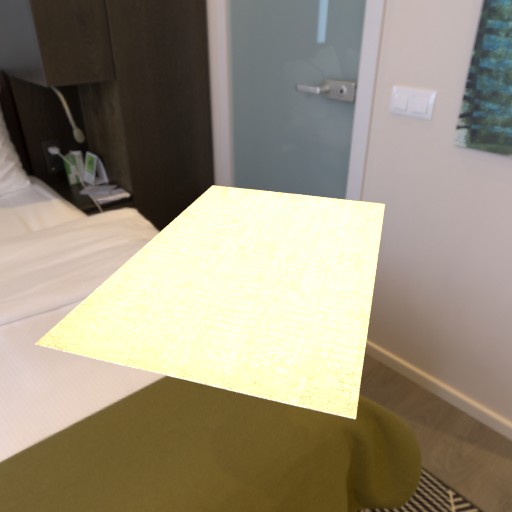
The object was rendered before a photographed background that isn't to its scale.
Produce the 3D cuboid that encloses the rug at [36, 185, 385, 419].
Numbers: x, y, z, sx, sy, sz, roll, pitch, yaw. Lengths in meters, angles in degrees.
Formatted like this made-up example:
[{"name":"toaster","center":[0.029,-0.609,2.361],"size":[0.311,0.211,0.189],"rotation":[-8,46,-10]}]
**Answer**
[{"name":"rug","center":[0.000,0.000,2.304],"size":[1.211,0.007,1.827],"rotation":[8,30,15]}]
